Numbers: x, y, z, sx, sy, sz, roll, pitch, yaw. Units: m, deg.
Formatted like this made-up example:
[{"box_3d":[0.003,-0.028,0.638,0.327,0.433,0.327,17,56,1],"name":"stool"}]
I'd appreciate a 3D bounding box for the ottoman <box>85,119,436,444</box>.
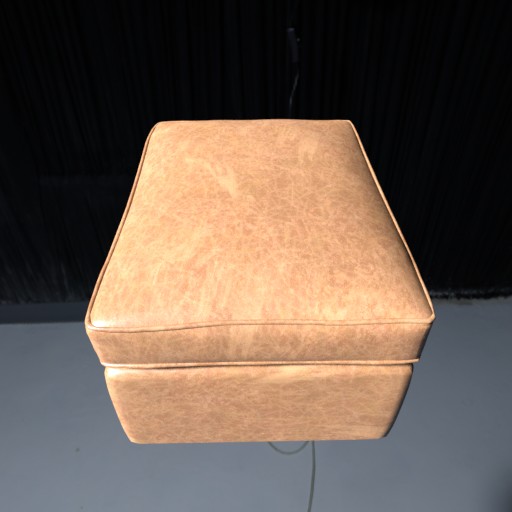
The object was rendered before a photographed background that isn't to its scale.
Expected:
[{"box_3d":[0.000,0.000,1.062,0.554,0.468,0.756,-1,41,-1],"name":"ottoman"}]
